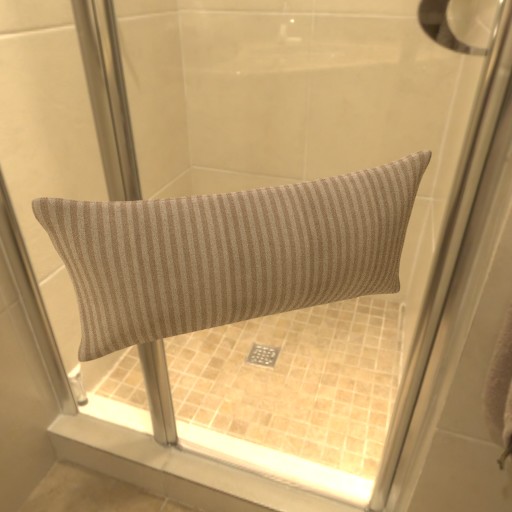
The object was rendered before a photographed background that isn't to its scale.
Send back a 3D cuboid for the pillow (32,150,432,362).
[{"bbox_3d":[0.000,0.000,0.733,0.617,0.295,0.151,-10,33,-15],"label":"pillow"}]
